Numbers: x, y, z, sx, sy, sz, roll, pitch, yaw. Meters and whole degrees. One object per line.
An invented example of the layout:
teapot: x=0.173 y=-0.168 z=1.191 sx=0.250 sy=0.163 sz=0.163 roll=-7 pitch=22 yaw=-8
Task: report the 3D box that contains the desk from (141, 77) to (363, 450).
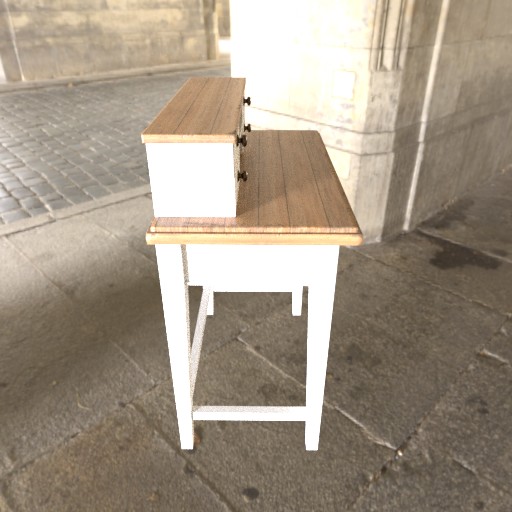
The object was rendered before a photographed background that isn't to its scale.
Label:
desk: x=0.000 y=0.000 z=1.438 sx=0.462 sy=0.981 sz=0.814 roll=0 pitch=30 yaw=0
